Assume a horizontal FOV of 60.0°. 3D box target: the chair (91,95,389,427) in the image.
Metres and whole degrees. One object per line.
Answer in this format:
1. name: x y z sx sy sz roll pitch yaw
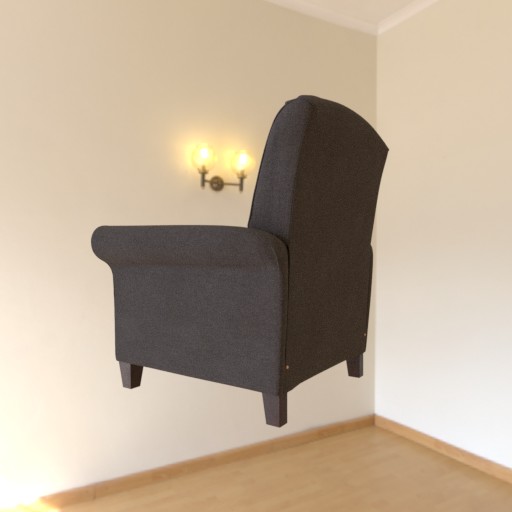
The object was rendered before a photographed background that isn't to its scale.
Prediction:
1. chair: 0.000 0.000 1.853 0.905 1.061 0.978 0 0 34
